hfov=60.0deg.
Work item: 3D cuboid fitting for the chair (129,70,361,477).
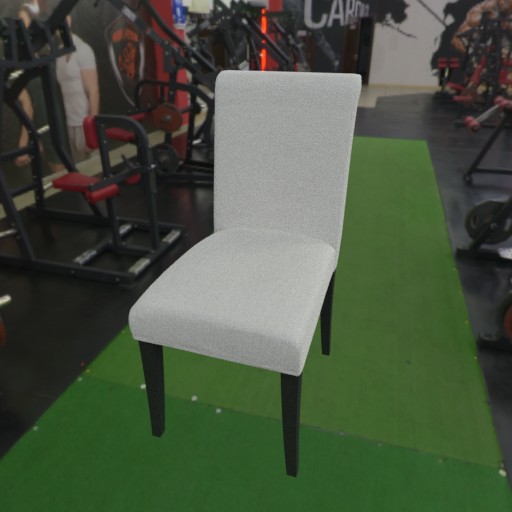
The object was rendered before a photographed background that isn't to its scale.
[{"bbox_3d":[0.000,0.000,1.329,0.452,0.976,0.708,9,28,16],"label":"chair"}]
